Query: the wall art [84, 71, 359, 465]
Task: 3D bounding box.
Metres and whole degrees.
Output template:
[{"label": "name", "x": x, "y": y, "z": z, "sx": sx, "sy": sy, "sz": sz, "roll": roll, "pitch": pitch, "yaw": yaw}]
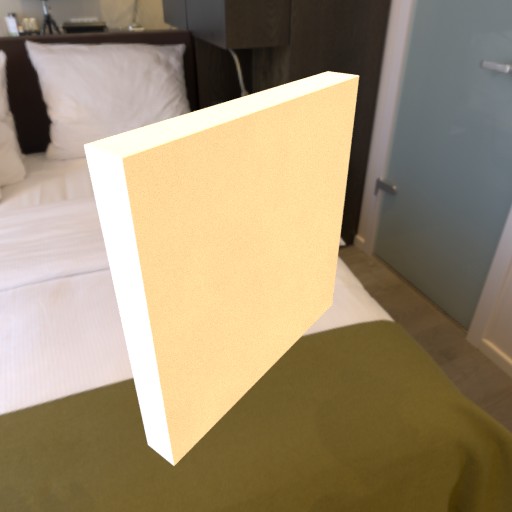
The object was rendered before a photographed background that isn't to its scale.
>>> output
[{"label": "wall art", "x": 0.000, "y": 0.000, "z": 0.450, "sx": 0.038, "sy": 0.305, "sz": 0.305, "roll": 22, "pitch": 39, "yaw": 31}]
